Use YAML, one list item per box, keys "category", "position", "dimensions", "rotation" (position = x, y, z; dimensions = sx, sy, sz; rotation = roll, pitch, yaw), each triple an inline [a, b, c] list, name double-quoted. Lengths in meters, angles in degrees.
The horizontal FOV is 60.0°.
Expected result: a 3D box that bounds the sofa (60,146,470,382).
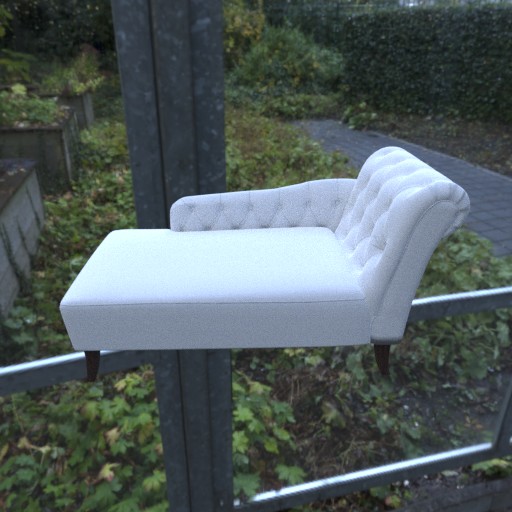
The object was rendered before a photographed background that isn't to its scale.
- category: "sofa"
  position: [0.000, 0.000, 1.823]
  dimensions: [1.379, 0.787, 0.675]
  rotation: [-1, 26, -1]
